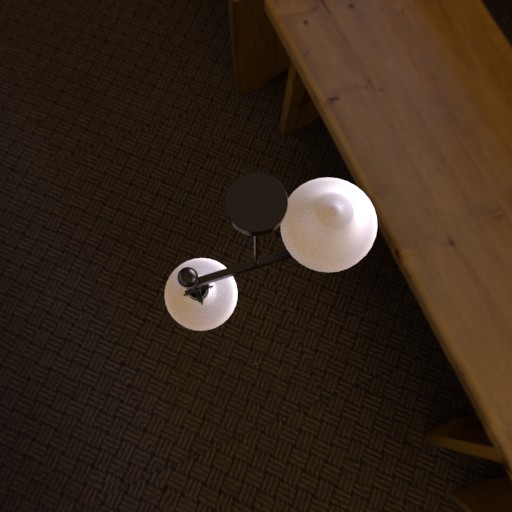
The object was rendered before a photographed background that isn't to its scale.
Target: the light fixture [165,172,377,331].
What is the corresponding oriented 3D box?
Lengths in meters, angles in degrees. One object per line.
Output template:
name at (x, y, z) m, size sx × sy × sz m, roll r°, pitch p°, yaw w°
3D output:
light fixture at (0.000, 0.000, 1.077) m, size 0.422 × 0.743 × 0.489 m, roll 34°, pitch 79°, yaw 8°
